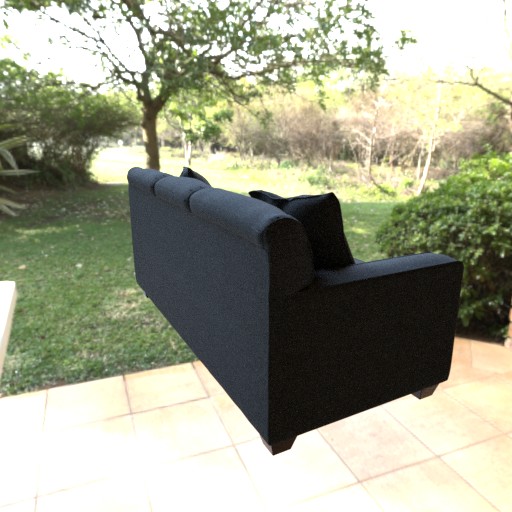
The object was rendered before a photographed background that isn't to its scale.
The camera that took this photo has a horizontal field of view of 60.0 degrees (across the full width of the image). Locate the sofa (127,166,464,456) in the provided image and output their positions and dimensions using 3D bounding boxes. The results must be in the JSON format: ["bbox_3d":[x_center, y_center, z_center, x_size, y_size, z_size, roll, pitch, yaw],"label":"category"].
[{"bbox_3d":[0.000,0.000,2.539,0.997,0.958,2.024,-8,18,-27],"label":"sofa"}]
